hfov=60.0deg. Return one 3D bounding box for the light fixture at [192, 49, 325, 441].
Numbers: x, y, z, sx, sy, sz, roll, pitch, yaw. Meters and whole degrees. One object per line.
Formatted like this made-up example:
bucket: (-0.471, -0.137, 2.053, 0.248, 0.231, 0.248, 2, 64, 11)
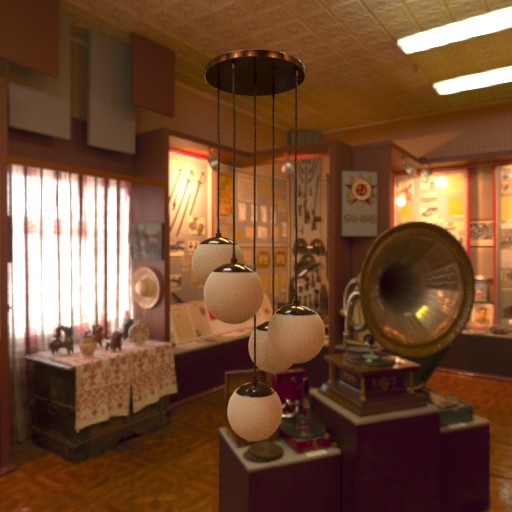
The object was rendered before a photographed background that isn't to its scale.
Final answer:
light fixture: (0.000, 0.000, 1.537, 0.489, 1.271, 0.484, 0, 1, 37)
